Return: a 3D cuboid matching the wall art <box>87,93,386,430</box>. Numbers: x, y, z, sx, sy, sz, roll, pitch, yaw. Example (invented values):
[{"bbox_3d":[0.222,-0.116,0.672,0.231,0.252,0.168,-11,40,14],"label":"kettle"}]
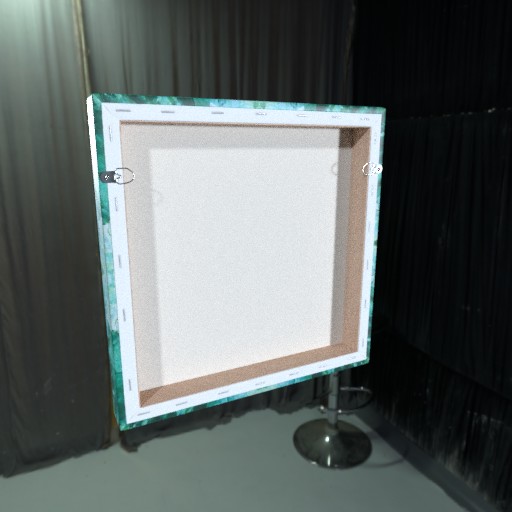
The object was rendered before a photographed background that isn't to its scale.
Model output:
[{"bbox_3d":[0.000,0.000,0.477,0.313,0.313,0.033,-7,16,-26],"label":"wall art"}]
